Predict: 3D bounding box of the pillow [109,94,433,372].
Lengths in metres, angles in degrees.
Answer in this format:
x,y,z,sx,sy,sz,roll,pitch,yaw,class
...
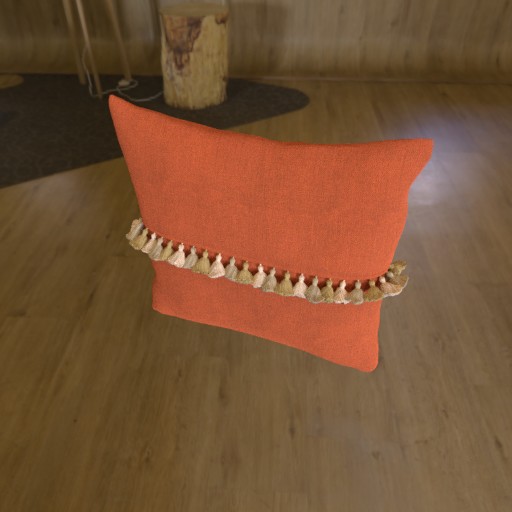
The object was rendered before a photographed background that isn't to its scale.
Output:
x,y,z,sx,sy,sz,roll,pitch,yaw,class
0.000,0.000,0.750,0.490,0.482,0.165,13,43,14,pillow
